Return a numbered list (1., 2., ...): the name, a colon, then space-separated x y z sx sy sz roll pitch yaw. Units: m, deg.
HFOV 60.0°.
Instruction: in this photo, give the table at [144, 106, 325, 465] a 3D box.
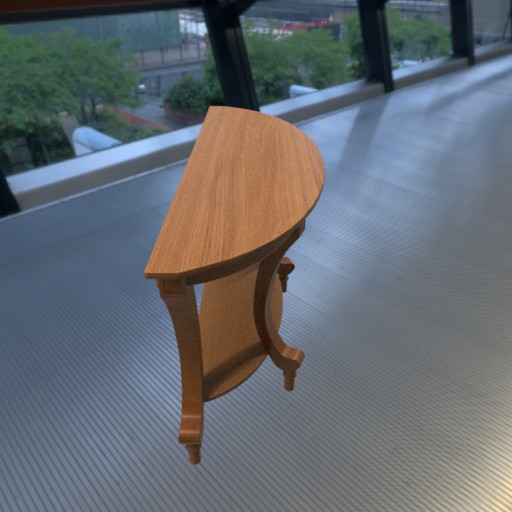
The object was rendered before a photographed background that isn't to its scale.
1. table: 0.000 0.000 1.500 0.394 0.692 1.198 0 33 1
